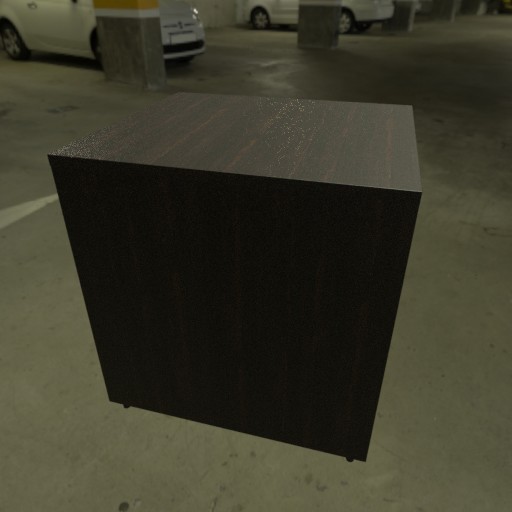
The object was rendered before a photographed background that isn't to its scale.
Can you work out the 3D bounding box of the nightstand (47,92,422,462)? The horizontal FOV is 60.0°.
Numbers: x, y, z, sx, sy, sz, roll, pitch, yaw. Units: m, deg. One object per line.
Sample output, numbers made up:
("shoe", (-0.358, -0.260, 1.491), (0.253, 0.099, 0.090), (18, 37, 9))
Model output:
("nightstand", (0.000, 0.000, 0.787), (0.461, 0.460, 0.400), (8, 32, 13))
